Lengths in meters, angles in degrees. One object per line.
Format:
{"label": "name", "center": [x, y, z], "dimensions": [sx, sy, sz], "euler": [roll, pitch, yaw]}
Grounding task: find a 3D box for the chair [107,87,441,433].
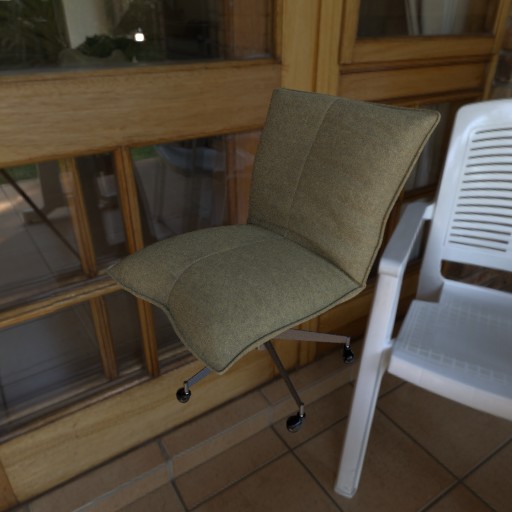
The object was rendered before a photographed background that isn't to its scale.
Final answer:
{"label": "chair", "center": [0.000, 0.000, 1.273], "dimensions": [0.696, 0.811, 0.597], "euler": [-21, 35, -34]}
